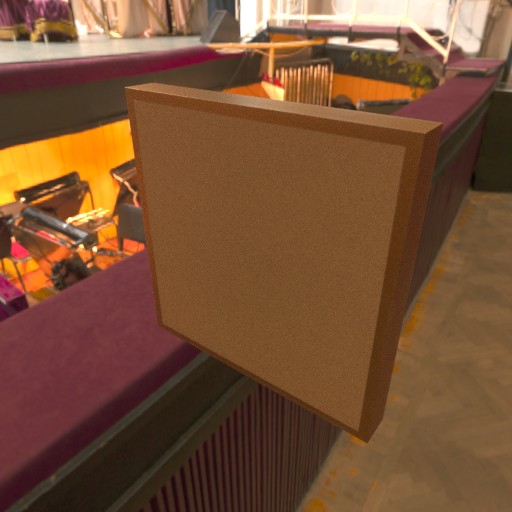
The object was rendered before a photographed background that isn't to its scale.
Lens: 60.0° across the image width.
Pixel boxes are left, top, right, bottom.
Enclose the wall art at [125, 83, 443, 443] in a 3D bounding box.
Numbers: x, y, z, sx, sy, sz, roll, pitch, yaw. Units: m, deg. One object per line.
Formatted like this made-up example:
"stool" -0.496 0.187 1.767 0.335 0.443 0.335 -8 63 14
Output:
"wall art" 0.000 0.000 0.457 0.306 0.305 0.038 21 35 32
